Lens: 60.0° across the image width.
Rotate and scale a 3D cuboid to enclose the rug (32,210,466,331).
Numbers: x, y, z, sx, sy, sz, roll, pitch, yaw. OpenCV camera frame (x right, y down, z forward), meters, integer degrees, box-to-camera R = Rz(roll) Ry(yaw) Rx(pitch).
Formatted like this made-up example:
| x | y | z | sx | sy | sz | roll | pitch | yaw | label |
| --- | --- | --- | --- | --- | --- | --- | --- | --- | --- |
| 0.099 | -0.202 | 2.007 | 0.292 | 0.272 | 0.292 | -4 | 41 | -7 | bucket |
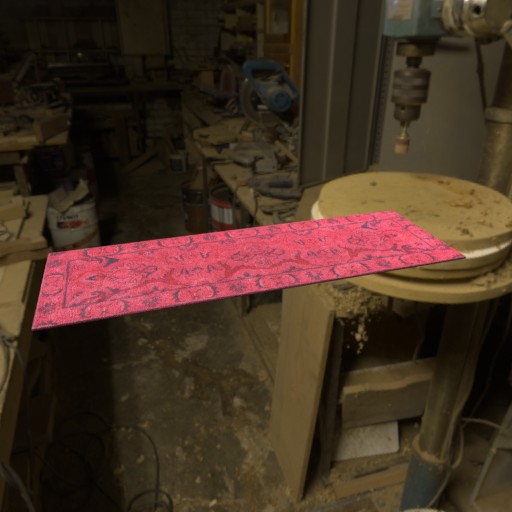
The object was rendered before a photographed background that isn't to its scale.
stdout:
| x | y | z | sx | sy | sz | roll | pitch | yaw | label |
| --- | --- | --- | --- | --- | --- | --- | --- | --- | --- |
| 0.000 | 0.000 | 2.725 | 2.439 | 0.018 | 0.813 | -8 | 28 | -15 | rug |
